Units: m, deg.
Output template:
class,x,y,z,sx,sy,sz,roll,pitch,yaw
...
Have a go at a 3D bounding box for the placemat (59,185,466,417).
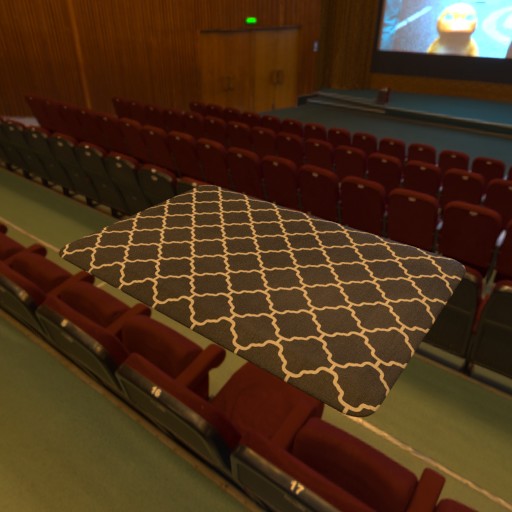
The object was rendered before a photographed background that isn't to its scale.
class,x,y,z,sx,sy,sz,roll,pitch,yaw
placemat,0.000,0.000,0.964,0.762,0.021,0.508,21,37,31
